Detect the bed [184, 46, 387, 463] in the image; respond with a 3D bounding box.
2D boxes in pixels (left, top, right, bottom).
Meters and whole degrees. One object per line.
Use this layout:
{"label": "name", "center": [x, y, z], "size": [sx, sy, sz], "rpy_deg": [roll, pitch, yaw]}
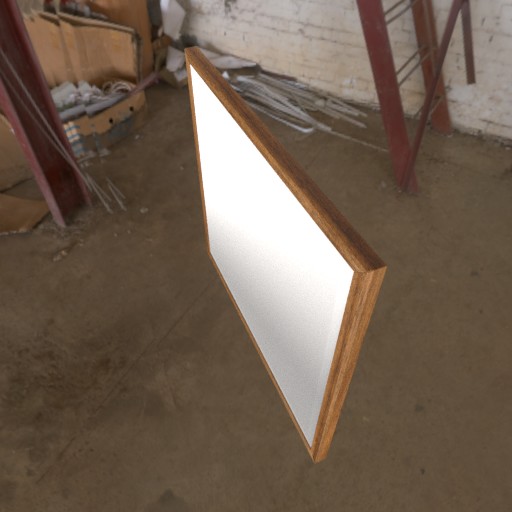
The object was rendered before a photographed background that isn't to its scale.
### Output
{"label": "bed", "center": [0.000, 0.000, 1.433], "size": [0.043, 0.940, 1.041], "rpy_deg": [-18, 49, -16]}
